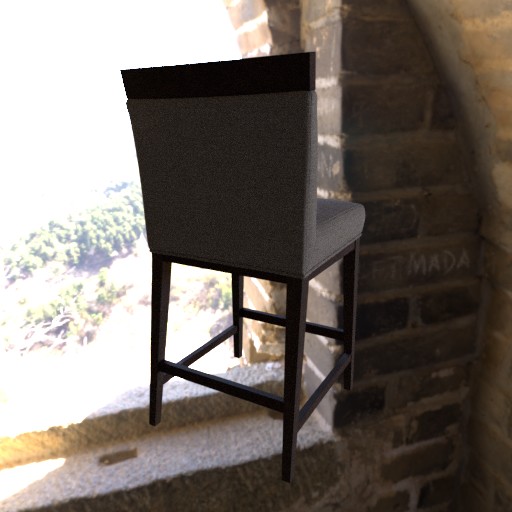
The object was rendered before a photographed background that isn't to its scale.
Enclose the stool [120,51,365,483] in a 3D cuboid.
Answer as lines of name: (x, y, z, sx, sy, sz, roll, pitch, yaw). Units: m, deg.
stool: (0.000, 0.000, 1.302, 0.512, 1.009, 0.531, 9, 18, 29)
